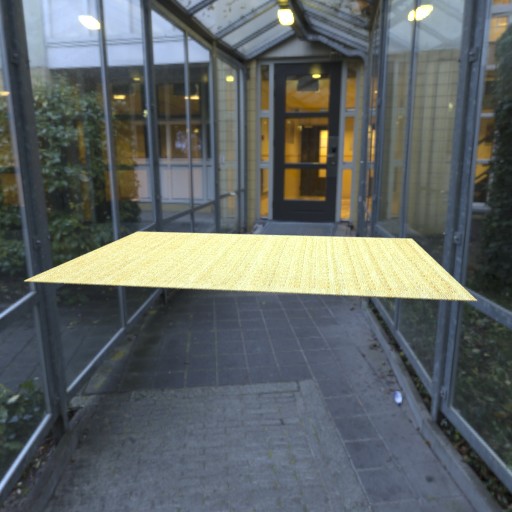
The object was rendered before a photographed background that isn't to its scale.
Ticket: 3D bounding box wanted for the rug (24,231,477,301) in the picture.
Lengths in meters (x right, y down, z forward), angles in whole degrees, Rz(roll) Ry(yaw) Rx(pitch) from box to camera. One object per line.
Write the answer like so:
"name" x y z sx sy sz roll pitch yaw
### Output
"rug" 0.000 0.000 2.944 2.286 0.006 1.524 2 13 8
